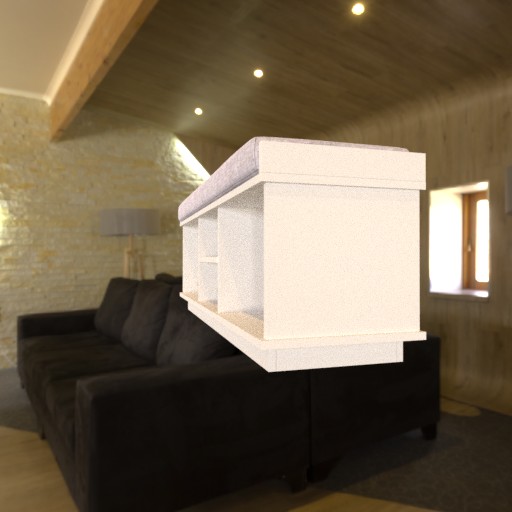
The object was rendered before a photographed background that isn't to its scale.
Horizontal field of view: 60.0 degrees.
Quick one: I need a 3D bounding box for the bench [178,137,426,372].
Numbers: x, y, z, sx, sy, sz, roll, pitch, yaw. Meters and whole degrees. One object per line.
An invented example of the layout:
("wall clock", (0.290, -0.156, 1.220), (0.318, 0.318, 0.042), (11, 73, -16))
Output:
("bench", (0.000, 0.000, 1.422), (0.363, 0.453, 1.196), (0, 0, -17))
